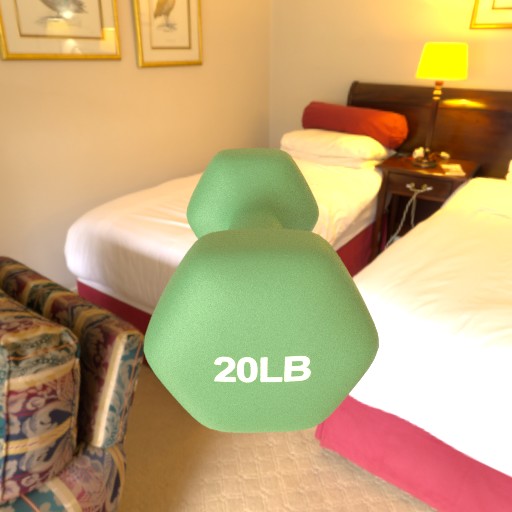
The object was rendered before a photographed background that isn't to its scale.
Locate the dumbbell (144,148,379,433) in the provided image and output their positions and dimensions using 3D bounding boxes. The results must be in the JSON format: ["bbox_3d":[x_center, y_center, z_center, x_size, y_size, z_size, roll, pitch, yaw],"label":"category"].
[{"bbox_3d":[0.000,0.000,0.329,0.126,0.114,0.257,0,26,-1],"label":"dumbbell"}]
